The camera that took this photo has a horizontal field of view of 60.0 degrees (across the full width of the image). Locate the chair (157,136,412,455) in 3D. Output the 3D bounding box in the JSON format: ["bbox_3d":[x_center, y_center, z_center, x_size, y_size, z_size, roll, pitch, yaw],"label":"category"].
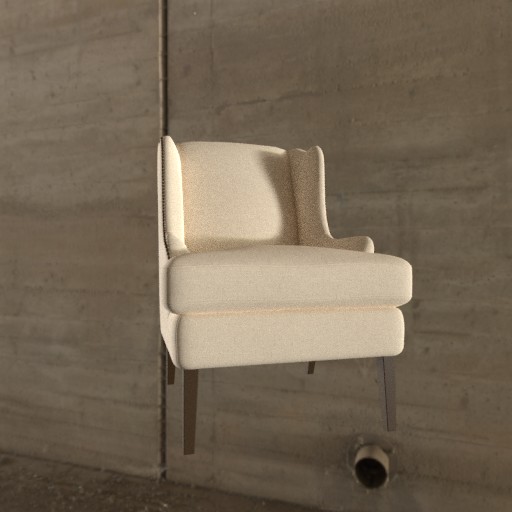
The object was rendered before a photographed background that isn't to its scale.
[{"bbox_3d":[0.000,0.000,1.652,0.737,1.029,0.940,0,0,-15],"label":"chair"}]
